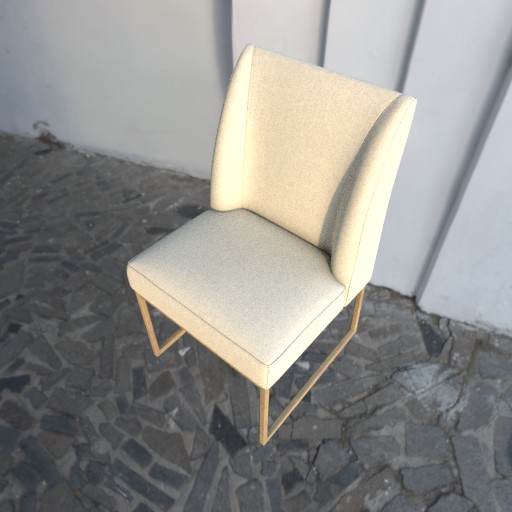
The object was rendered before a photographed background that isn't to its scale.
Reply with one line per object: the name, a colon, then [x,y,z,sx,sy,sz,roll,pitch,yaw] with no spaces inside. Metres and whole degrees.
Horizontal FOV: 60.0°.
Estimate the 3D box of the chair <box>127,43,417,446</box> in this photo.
chair: [0.000,0.000,1.201,0.508,0.863,0.522,31,53,26]
